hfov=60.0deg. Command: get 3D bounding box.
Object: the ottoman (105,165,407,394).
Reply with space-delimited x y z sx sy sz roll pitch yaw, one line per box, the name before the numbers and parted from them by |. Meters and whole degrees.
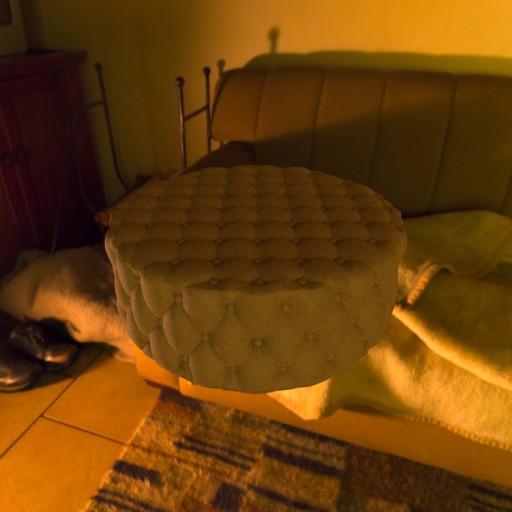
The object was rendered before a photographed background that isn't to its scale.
ottoman | 0.000 0.000 1.586 0.998 0.399 0.998 0 30 0
